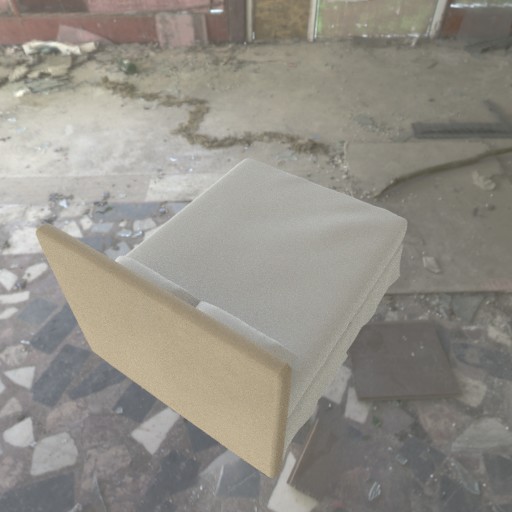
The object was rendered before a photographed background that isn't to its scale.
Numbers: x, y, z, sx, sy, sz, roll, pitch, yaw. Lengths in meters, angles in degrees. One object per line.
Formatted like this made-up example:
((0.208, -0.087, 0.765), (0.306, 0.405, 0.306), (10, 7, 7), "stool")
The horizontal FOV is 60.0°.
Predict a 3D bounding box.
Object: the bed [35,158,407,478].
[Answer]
((0.000, 0.000, 3.230), (1.723, 1.330, 2.142), (26, 51, 23), "bed")
